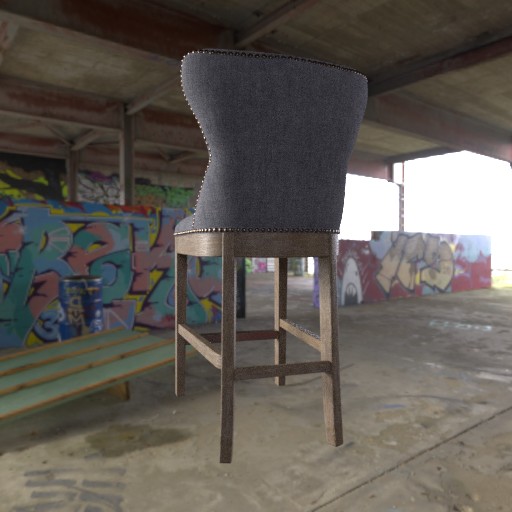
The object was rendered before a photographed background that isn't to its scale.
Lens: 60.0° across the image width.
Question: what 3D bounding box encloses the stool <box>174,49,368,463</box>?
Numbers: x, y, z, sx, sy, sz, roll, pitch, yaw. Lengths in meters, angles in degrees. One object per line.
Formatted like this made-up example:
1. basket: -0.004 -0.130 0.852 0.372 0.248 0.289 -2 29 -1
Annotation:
1. stool: 0.000 0.000 1.317 0.498 0.981 0.608 0 1 -18
